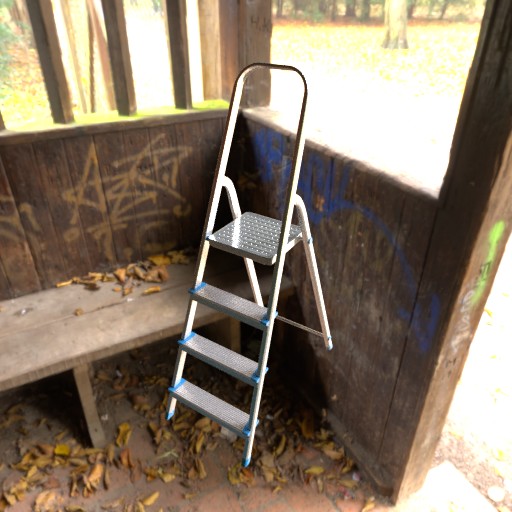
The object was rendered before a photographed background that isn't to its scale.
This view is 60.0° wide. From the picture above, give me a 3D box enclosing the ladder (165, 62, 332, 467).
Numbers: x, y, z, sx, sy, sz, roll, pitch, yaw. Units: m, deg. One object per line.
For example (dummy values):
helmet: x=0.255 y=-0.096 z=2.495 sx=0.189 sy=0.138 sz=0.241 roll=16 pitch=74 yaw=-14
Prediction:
ladder: x=0.000 y=0.000 z=1.818 sx=0.445 sy=1.434 sz=0.842 roll=19 pitch=36 yaw=28
